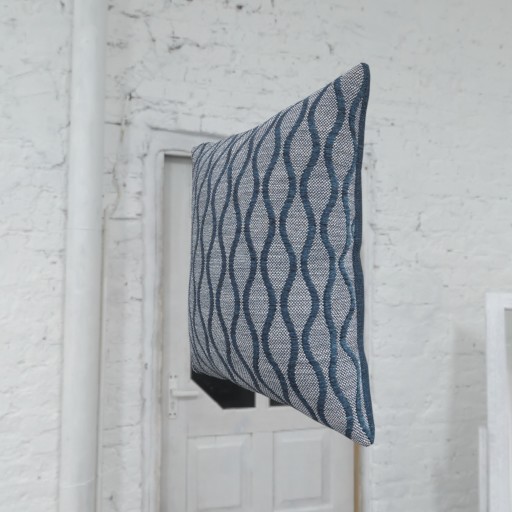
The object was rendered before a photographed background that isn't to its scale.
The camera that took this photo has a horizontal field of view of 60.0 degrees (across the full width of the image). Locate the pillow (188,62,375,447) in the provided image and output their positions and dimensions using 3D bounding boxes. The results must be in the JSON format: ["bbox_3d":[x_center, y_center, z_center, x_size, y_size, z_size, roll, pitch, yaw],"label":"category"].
[{"bbox_3d":[0.000,0.000,0.669,0.159,0.435,0.435,1,-1,-35],"label":"pillow"}]
